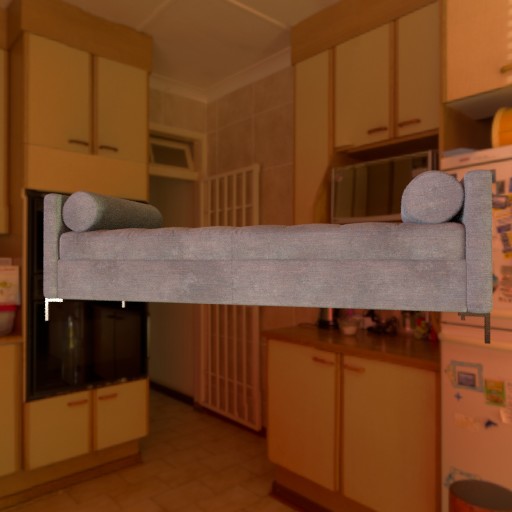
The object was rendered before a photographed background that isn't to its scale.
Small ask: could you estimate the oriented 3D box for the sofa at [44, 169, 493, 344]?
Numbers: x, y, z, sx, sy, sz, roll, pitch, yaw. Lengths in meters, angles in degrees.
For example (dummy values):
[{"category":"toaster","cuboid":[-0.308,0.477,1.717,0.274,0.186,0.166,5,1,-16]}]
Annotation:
[{"category":"sofa","cuboid":[0.000,0.000,2.192,1.981,0.635,0.686,0,0,18]}]
